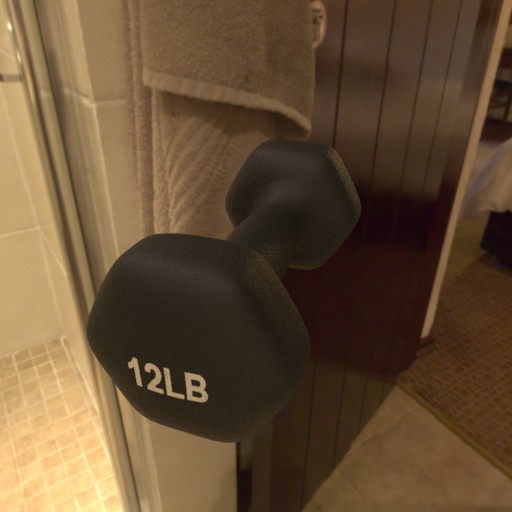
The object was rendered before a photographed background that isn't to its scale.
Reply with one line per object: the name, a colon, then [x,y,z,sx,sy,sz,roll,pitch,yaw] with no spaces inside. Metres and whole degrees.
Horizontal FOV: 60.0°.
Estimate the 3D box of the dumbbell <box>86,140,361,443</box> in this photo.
dumbbell: [0.000,0.000,0.289,0.112,0.101,0.231,10,31,17]
